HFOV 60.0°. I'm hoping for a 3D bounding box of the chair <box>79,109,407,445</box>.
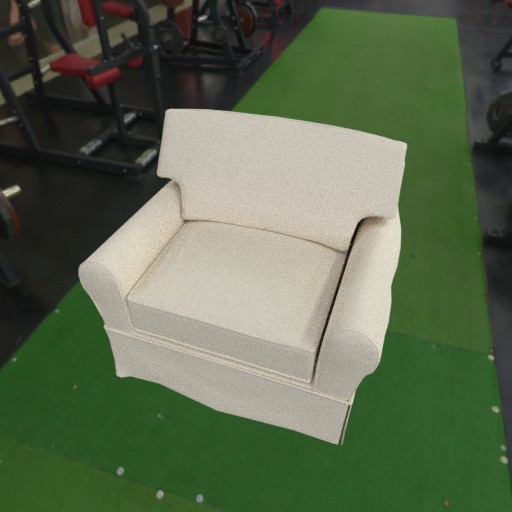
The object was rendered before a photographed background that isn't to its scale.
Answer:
[{"bbox_3d":[0.000,0.000,1.812,1.099,0.958,0.904,13,43,15],"label":"chair"}]
